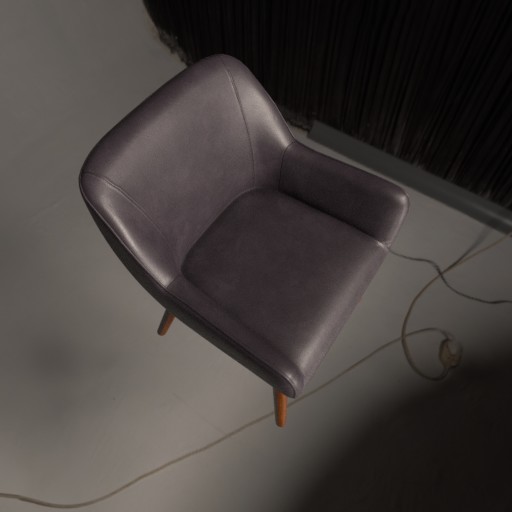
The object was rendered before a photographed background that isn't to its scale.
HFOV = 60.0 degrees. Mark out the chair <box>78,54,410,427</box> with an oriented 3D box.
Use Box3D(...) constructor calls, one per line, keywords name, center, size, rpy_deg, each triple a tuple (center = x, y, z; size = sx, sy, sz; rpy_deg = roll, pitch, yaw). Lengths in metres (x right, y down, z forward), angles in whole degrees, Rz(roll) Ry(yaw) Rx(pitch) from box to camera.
Box3D(name="chair", center=(0.000, 0.000, 1.256), size=(0.610, 0.828, 0.610), rpy_deg=(30, 63, 17))
